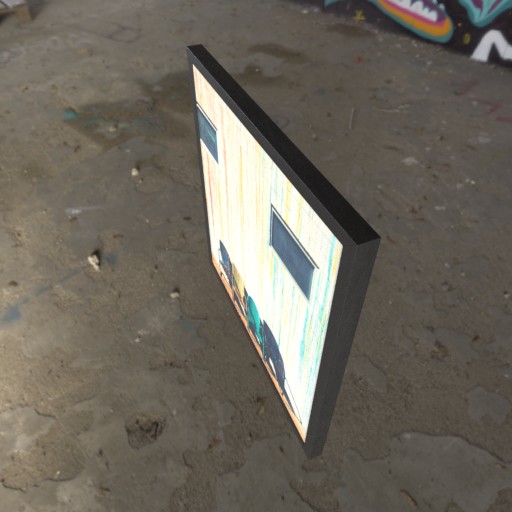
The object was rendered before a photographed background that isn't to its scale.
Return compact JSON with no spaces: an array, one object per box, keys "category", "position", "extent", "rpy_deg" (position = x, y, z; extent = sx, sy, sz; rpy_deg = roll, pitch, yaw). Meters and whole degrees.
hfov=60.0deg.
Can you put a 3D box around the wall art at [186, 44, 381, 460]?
[{"category":"wall art","position":[0.000,0.000,1.111],"extent":[0.039,0.763,0.763],"rpy_deg":[-17,48,-16]}]
